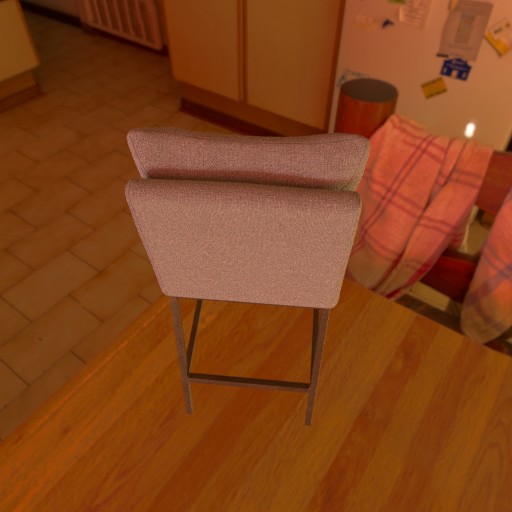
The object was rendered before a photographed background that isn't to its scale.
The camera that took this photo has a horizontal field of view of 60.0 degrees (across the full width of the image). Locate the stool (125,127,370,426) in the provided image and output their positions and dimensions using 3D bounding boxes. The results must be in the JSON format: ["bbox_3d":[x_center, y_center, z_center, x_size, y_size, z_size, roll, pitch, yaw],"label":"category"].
[{"bbox_3d":[0.000,0.000,1.292,0.463,1.031,0.569,4,47,4],"label":"stool"}]
